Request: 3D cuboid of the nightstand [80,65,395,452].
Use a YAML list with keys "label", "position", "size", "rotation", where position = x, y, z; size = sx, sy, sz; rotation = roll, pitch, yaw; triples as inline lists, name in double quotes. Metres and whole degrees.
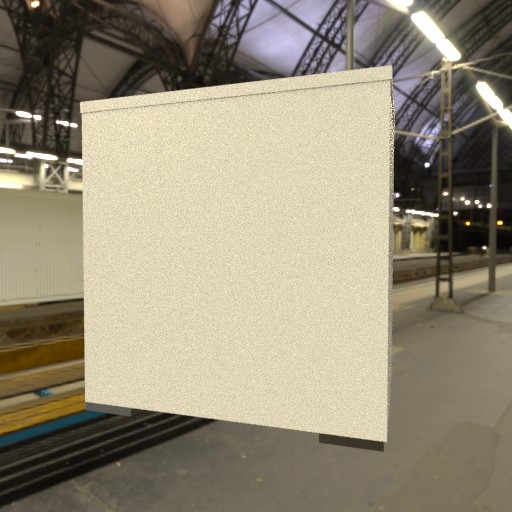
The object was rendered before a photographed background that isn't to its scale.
- label: "nightstand"
  position: [0.000, 0.000, 0.749]
  size: [0.441, 0.460, 0.325]
  rotation: [1, 2, 18]
